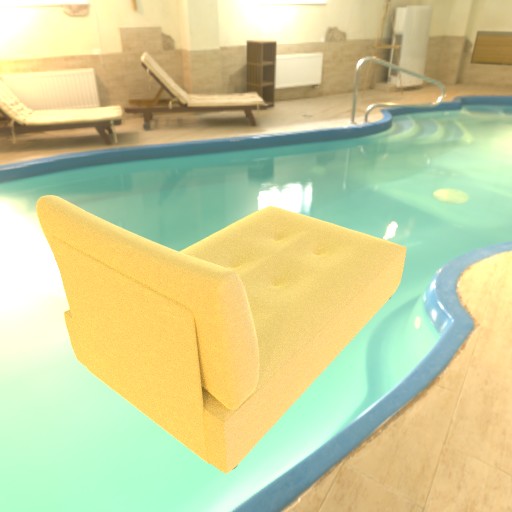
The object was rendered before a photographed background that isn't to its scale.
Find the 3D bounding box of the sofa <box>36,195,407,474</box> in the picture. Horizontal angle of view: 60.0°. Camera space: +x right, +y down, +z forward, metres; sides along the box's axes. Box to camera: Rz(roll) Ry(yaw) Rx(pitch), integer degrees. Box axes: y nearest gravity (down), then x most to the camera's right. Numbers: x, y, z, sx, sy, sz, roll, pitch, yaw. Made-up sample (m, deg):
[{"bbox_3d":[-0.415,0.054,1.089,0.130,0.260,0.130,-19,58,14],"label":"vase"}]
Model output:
[{"bbox_3d":[0.000,0.000,2.015,0.930,0.820,1.450,22,36,33],"label":"sofa"}]
